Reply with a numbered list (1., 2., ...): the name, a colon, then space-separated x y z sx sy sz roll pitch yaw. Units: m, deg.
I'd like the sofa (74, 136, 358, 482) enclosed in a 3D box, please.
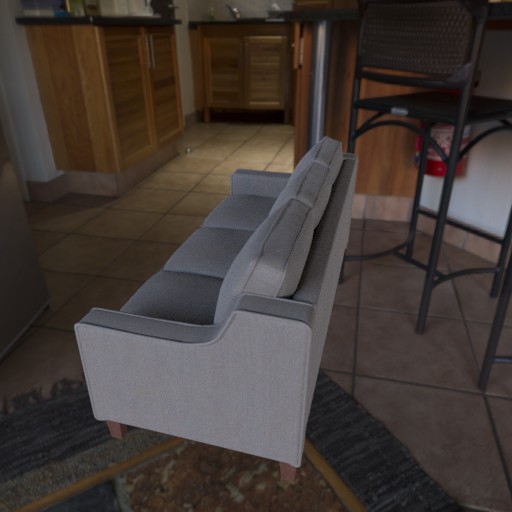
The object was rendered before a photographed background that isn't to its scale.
1. sofa: 0.000 0.000 2.468 0.911 0.974 1.986 8 29 14
